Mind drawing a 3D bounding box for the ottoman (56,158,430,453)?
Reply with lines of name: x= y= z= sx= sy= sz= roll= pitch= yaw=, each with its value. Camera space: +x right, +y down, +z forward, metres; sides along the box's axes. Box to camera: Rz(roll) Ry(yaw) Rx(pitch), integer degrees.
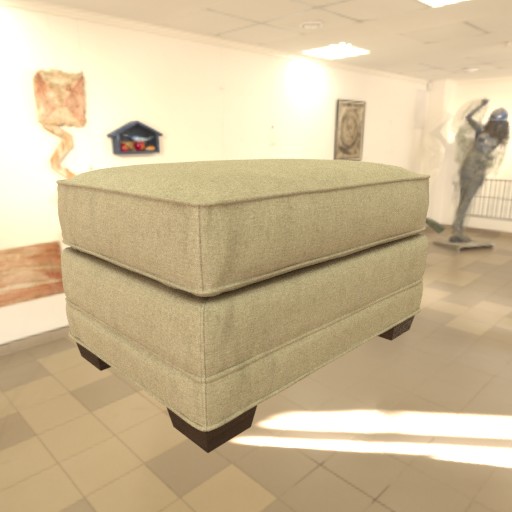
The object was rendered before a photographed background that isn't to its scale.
ottoman: x=0.000 y=0.000 z=1.202 sx=0.848 sy=0.508 sz=0.611 roll=-14 pitch=20 yaw=-43
